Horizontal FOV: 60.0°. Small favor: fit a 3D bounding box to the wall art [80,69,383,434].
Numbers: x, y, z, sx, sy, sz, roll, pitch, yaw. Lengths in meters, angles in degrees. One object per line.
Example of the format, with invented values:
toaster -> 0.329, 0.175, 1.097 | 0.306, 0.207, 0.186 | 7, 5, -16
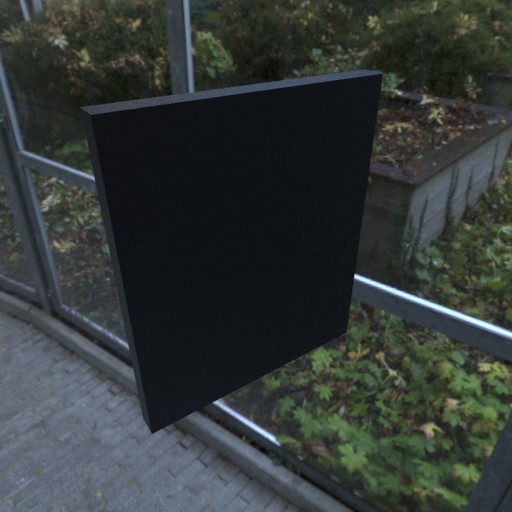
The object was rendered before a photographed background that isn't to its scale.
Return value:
wall art -> 0.000, 0.000, 0.526 | 0.325, 0.380, 0.028 | -20, 37, -29
